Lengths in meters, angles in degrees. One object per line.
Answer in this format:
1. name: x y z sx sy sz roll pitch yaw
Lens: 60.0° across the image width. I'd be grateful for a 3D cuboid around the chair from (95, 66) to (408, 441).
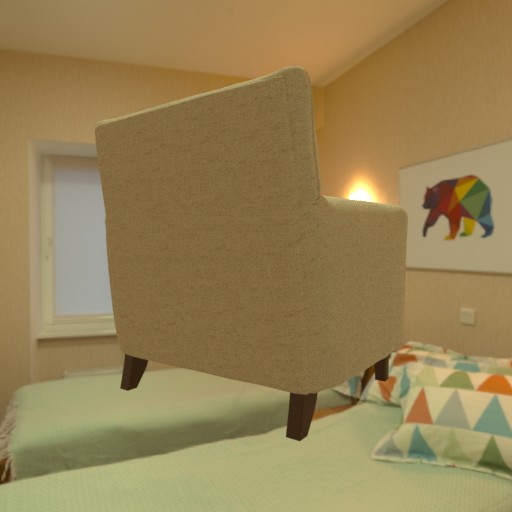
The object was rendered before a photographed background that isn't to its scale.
1. chair: 0.000 0.000 1.612 0.870 0.943 0.823 1 1 36
